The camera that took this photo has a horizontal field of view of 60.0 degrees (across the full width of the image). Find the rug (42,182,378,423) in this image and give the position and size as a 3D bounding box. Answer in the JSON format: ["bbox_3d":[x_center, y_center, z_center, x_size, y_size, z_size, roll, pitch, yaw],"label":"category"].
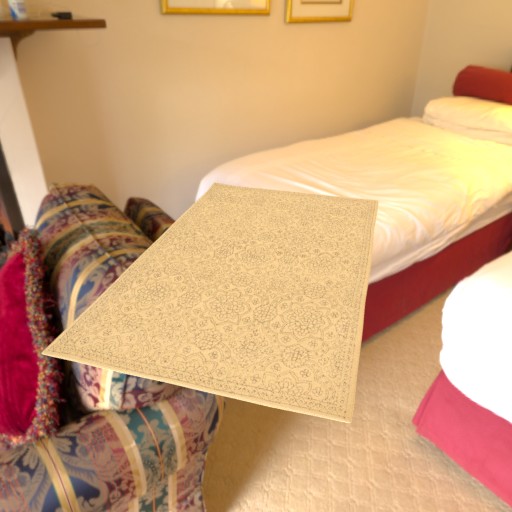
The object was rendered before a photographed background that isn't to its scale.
[{"bbox_3d":[0.000,0.000,3.012,1.518,0.023,2.434,8,31,14],"label":"rug"}]
